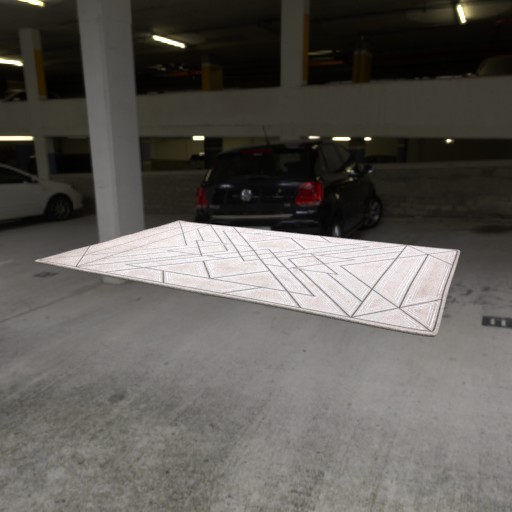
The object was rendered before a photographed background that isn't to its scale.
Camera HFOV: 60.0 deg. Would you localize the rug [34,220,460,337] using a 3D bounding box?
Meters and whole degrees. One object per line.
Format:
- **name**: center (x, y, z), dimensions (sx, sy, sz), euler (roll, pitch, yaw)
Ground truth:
- **rug**: center (0.000, 0.000, 3.018), dimensions (2.459, 0.023, 1.575), euler (8, 17, 26)
